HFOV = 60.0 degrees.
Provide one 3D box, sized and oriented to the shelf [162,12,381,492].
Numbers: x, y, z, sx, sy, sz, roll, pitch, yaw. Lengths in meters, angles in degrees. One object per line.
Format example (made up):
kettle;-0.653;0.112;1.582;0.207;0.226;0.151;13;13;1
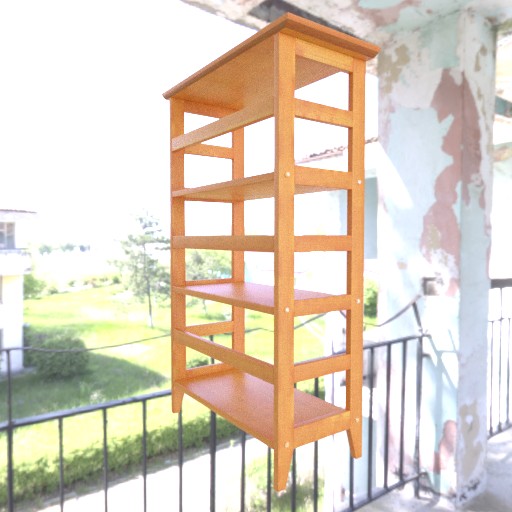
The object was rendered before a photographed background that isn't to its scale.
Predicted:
shelf;0.000;0.000;1.320;0.305;1.067;0.660;-2;3;-35
